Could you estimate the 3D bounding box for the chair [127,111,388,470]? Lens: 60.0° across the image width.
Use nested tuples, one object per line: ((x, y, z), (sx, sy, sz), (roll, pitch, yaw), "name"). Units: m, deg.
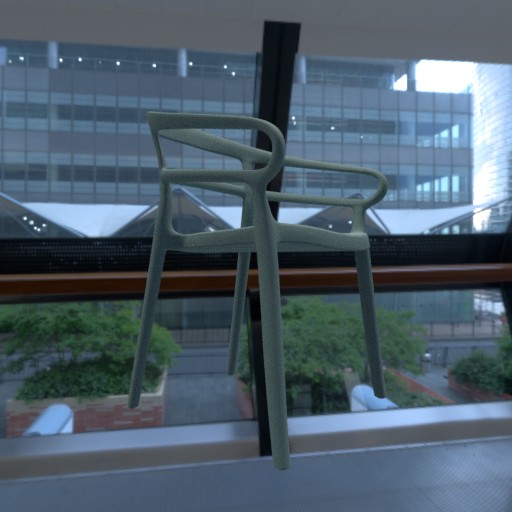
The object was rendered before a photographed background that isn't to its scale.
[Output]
((0.000, 0.000, 1.130), (0.527, 0.761, 0.559), (0, -1, 36), "chair")
